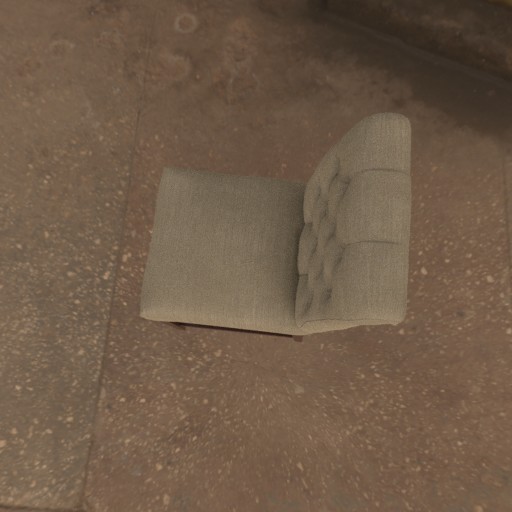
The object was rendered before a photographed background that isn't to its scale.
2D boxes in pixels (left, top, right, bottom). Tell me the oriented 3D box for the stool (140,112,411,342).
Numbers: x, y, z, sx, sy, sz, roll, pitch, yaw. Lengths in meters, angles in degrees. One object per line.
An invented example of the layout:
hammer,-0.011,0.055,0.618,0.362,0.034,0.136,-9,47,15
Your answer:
stool,0.000,0.000,1.442,0.660,1.084,0.486,6,76,1
